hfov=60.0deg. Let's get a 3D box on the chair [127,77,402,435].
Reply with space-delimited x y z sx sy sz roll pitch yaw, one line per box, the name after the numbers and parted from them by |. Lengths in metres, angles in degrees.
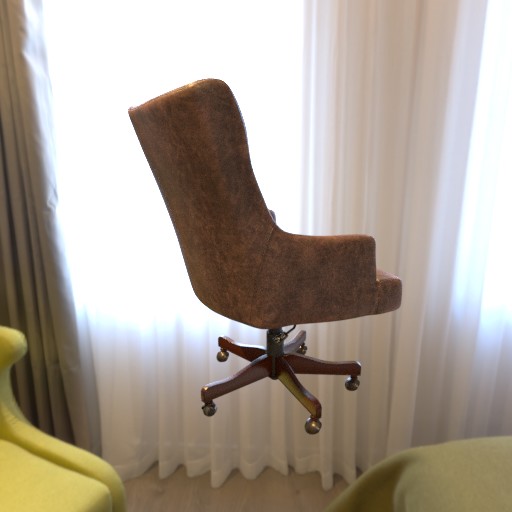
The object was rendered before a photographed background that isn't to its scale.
0.000 0.000 1.501 0.762 1.035 0.641 -7 16 -26 | chair
